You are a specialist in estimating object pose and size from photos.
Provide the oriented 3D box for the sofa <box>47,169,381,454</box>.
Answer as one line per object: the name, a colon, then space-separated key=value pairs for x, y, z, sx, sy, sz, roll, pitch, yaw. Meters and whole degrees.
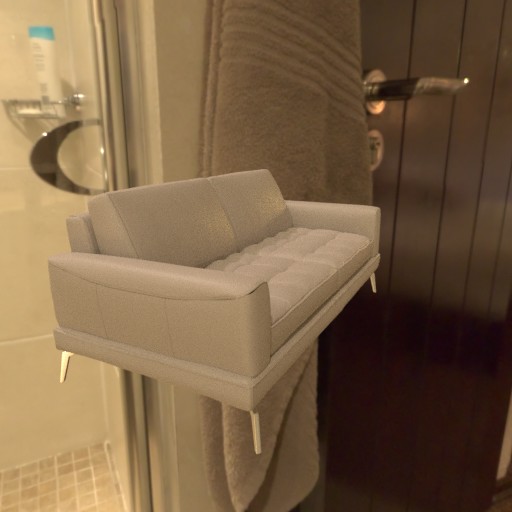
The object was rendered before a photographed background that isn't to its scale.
sofa: x=0.000 y=0.000 z=2.717 sx=1.121 sy=0.930 sz=2.177 roll=8 pitch=17 yaw=26
